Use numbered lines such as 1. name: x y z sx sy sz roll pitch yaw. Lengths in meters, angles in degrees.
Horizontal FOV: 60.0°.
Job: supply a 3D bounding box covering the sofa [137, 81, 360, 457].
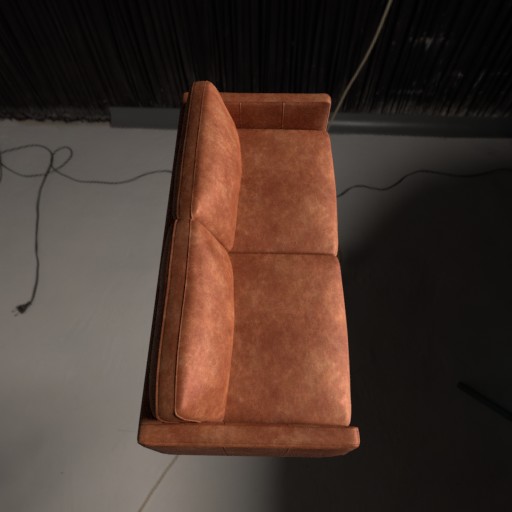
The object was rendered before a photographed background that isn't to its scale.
1. sofa: 0.000 0.000 2.411 0.923 0.863 1.971 1 62 0
